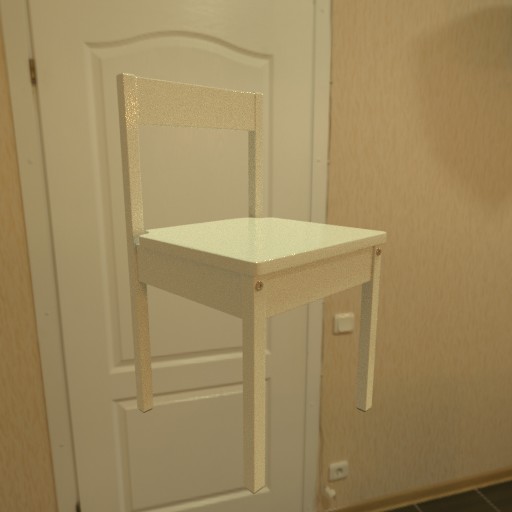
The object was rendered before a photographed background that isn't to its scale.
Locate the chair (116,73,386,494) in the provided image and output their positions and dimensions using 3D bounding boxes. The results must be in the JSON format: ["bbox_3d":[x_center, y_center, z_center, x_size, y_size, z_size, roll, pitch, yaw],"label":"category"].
[{"bbox_3d":[0.000,0.000,0.868,0.361,0.668,0.367,12,17,44],"label":"chair"}]
